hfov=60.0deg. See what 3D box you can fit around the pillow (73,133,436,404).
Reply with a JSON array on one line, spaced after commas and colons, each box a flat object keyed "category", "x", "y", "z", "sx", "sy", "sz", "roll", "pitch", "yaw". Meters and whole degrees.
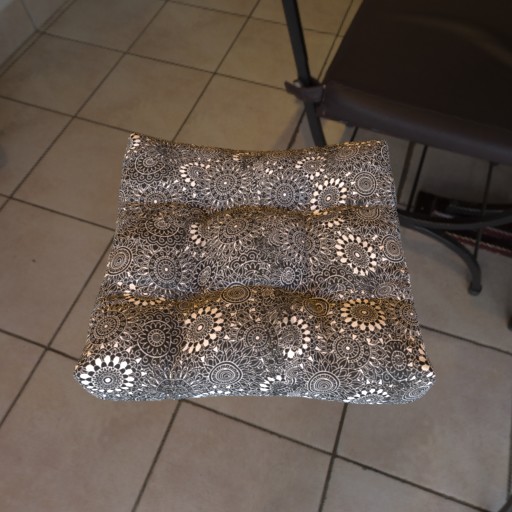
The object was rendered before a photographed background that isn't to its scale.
[{"category": "pillow", "x": 0.000, "y": 0.000, "z": 0.732, "sx": 0.490, "sy": 0.128, "sz": 0.468, "roll": 1, "pitch": 59, "yaw": 0}]
